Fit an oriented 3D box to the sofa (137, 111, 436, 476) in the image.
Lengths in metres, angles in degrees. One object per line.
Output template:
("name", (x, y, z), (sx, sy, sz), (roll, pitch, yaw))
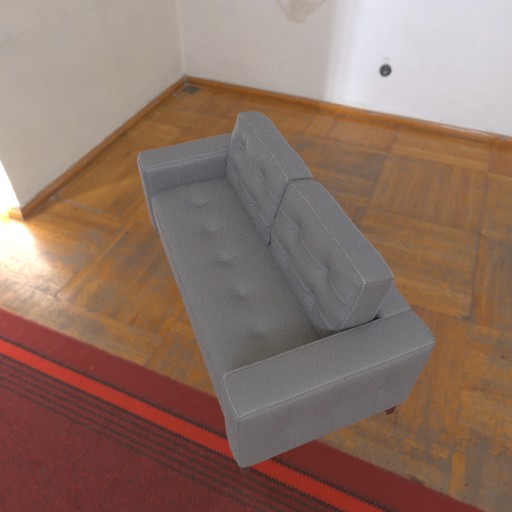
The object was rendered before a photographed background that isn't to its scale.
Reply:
("sofa", (0.000, 0.000, 2.244), (0.833, 0.892, 1.726), (-16, 49, -15))
